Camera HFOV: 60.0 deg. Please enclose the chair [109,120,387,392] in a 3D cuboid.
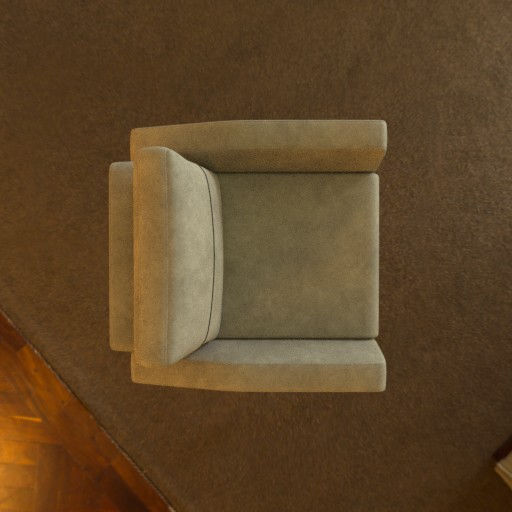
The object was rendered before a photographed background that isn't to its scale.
[{"bbox_3d":[0.000,0.000,1.576,0.900,0.800,0.900,0,91,0],"label":"chair"}]
